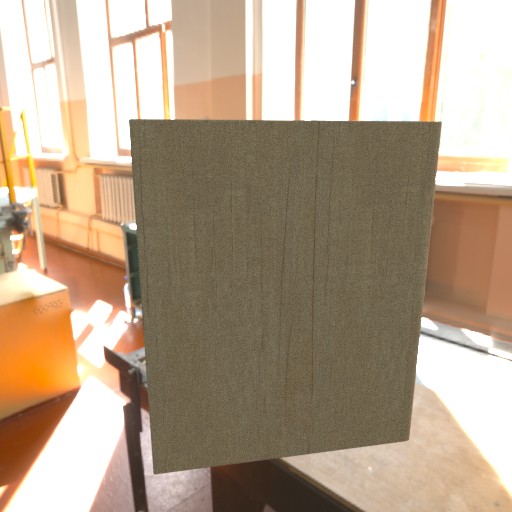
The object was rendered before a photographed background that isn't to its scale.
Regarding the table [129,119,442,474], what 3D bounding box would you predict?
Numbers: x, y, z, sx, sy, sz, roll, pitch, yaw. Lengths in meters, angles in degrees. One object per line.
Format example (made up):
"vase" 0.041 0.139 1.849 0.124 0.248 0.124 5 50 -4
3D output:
"table" 0.000 0.000 0.906 0.420 0.510 0.570 -3 15 -10
